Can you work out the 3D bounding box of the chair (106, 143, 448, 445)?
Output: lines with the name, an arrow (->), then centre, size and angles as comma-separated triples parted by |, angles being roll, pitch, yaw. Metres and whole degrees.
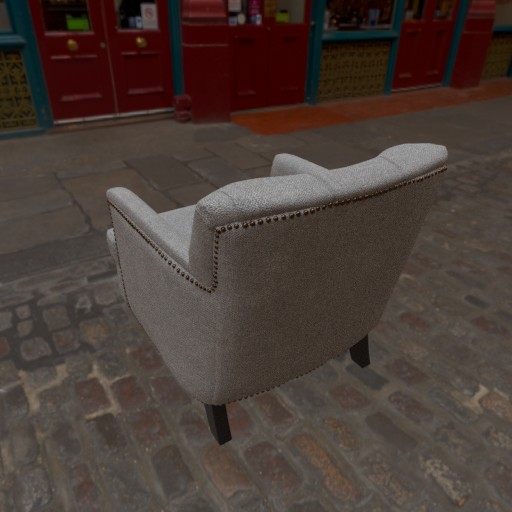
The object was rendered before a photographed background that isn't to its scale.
chair -> 0.000, 0.000, 1.447 | 0.737, 0.823, 0.902 | -18, 35, -28
